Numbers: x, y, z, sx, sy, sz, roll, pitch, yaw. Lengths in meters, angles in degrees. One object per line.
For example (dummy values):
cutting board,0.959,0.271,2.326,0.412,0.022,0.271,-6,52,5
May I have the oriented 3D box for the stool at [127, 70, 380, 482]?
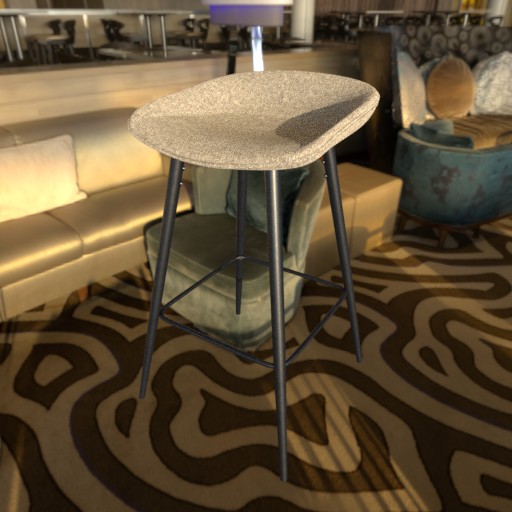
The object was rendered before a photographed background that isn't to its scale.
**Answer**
stool,0.000,0.000,1.097,0.469,0.814,0.480,17,33,28
